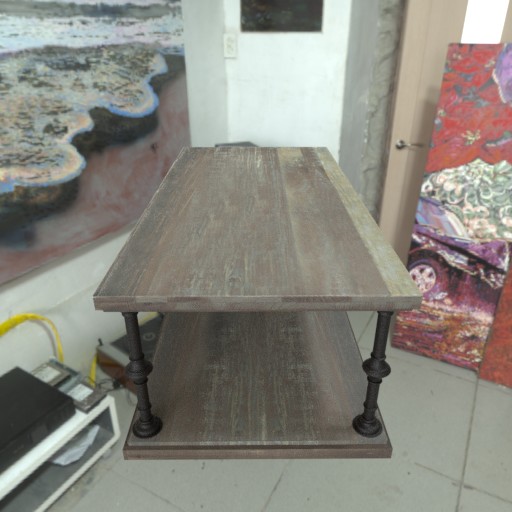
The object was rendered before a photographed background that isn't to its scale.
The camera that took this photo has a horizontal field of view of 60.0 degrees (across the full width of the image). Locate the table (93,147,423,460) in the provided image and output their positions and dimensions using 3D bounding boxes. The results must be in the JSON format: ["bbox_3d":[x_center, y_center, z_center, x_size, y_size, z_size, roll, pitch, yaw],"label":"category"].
[{"bbox_3d":[0.000,0.000,1.317,0.554,0.399,1.088,0,27,0],"label":"table"}]
